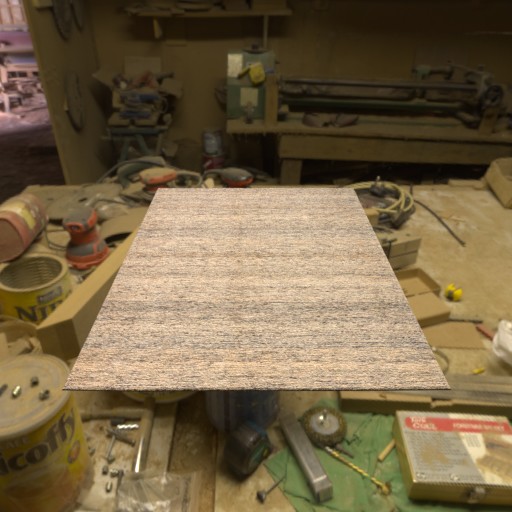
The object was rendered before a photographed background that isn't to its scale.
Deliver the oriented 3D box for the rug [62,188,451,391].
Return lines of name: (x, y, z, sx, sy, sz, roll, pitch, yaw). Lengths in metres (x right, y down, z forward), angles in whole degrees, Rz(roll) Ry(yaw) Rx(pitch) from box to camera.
rug: (0.000, 0.000, 4.114, 2.414, 0.036, 3.199, 0, 32, 0)
